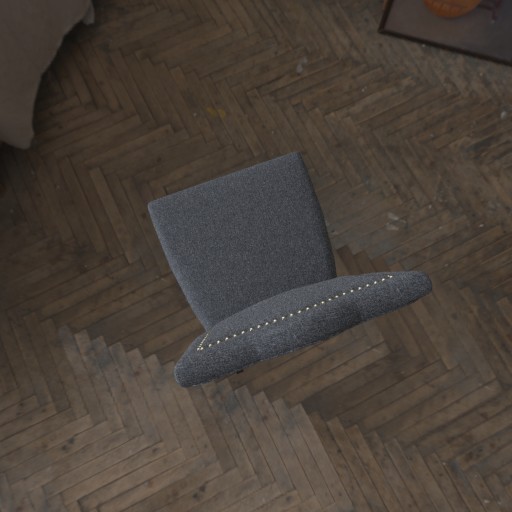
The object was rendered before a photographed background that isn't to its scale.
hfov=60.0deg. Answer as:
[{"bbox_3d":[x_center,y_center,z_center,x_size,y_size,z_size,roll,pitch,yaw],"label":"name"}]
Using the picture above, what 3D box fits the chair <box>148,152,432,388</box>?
[{"bbox_3d":[0.000,0.000,1.279,0.518,0.946,0.589,-20,77,-5],"label":"chair"}]
